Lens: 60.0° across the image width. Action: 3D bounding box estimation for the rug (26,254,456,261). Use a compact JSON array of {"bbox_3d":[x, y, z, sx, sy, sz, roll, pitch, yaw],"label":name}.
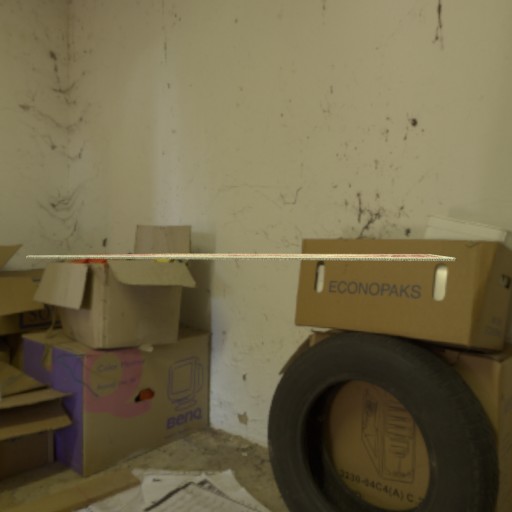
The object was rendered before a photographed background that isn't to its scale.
[{"bbox_3d":[0.000,0.000,2.265,1.747,0.011,1.217,0,1,18],"label":"rug"}]
